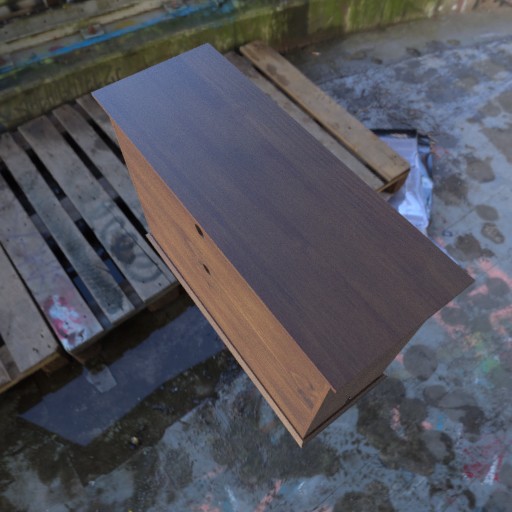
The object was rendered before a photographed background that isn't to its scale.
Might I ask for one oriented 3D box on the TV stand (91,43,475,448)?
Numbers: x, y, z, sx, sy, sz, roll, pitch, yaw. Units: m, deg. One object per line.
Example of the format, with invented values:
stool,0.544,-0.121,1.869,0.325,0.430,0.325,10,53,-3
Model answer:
TV stand,0.000,0.000,1.476,0.406,0.813,1.067,-32,64,-18
